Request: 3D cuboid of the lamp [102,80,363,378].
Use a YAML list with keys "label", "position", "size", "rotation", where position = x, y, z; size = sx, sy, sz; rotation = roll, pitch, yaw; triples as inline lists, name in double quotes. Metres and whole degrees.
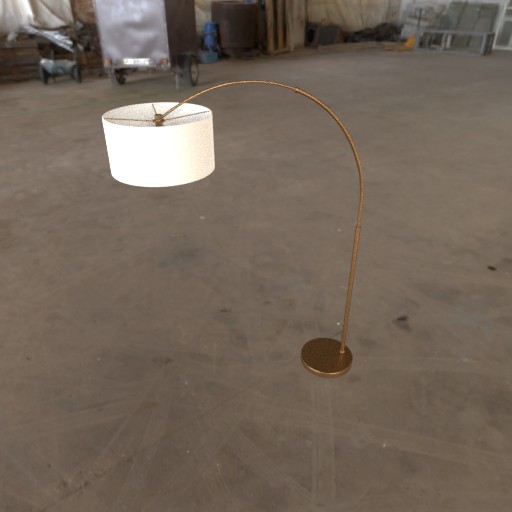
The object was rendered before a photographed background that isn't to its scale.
- label: "lamp"
  position: [0.000, 0.000, 2.580]
  size: [1.434, 1.927, 0.493]
  rotation: [-9, 32, -15]
